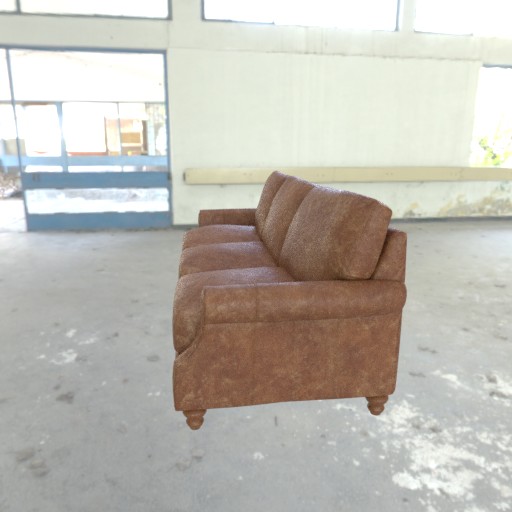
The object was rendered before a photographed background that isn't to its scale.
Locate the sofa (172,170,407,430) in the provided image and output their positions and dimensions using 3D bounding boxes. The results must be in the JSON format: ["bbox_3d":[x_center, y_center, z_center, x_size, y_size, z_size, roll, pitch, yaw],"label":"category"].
[{"bbox_3d":[0.000,0.000,2.815,0.973,0.977,2.351,-2,14,-7],"label":"sofa"}]
